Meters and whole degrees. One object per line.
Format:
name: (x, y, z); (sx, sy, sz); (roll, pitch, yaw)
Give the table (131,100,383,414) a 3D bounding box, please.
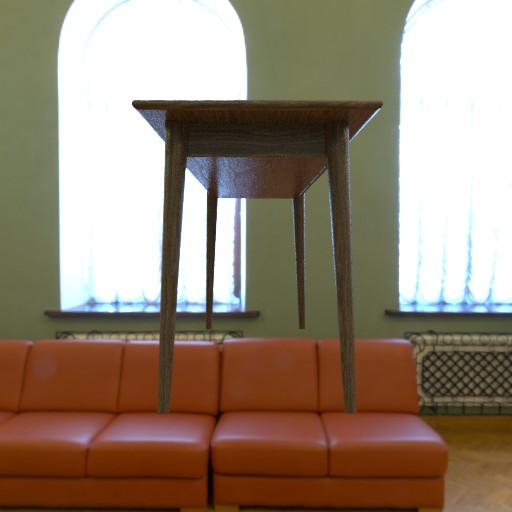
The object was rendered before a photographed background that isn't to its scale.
table: (0.000, 0.000, 1.714); (0.599, 0.780, 1.300); (0, 1, 0)
